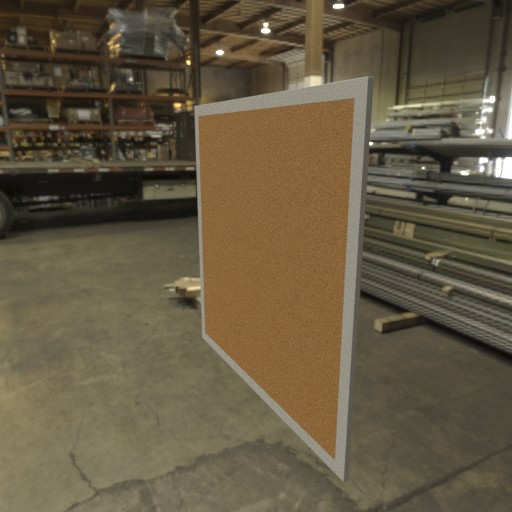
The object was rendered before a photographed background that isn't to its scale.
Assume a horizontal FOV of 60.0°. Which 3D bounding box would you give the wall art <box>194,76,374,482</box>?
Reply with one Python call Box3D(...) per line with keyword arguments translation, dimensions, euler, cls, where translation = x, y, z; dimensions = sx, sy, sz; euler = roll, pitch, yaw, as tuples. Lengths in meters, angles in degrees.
Box3D(translation=(0.000, 0.000, 1.194), dimensions=(0.013, 0.813, 0.812), euler=(-8, 17, -27), cls="wall art")
